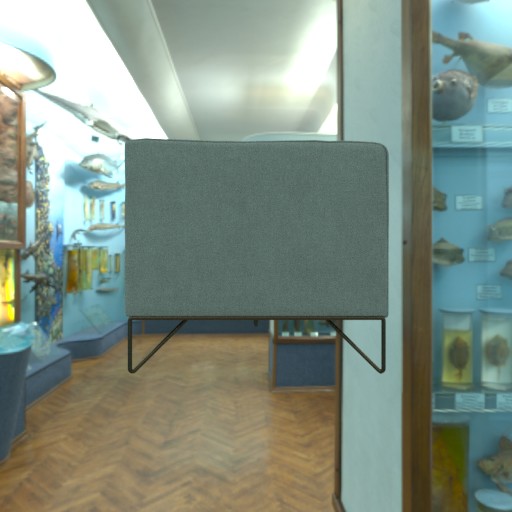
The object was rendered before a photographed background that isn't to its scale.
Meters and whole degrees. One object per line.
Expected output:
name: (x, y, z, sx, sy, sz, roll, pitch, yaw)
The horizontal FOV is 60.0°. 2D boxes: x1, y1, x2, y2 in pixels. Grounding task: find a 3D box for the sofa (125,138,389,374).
sofa: (0.000, 0.000, 2.517, 0.912, 0.798, 2.079, 0, 0, 0)
